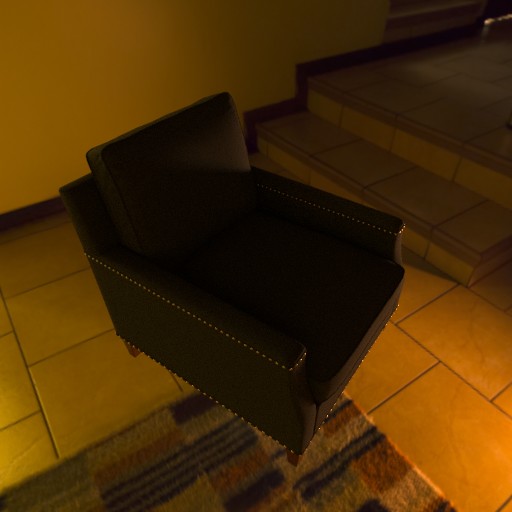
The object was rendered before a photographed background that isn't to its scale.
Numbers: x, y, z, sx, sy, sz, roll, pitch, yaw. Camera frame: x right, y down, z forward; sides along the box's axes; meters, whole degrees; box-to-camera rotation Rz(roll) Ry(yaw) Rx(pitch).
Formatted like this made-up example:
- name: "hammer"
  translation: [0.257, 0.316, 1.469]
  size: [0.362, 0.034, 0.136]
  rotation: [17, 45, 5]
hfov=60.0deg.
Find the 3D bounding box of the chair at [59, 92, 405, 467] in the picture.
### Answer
- name: "chair"
  translation: [0.000, 0.000, 1.705]
  size: [1.014, 0.943, 0.853]
  rotation: [24, 45, 27]
